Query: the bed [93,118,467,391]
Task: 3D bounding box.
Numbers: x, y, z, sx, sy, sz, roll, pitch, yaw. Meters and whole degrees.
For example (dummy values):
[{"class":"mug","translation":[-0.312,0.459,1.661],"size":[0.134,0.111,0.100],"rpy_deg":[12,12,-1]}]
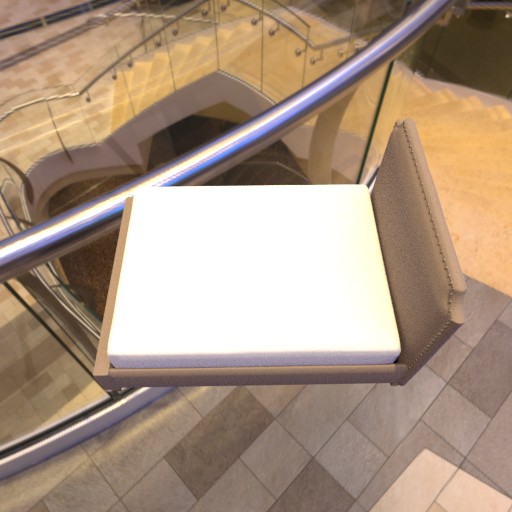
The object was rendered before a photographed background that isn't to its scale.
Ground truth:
[{"class":"bed","translation":[0.000,0.000,3.417],"size":[2.372,1.443,1.713],"rpy_deg":[-1,57,-1]}]
